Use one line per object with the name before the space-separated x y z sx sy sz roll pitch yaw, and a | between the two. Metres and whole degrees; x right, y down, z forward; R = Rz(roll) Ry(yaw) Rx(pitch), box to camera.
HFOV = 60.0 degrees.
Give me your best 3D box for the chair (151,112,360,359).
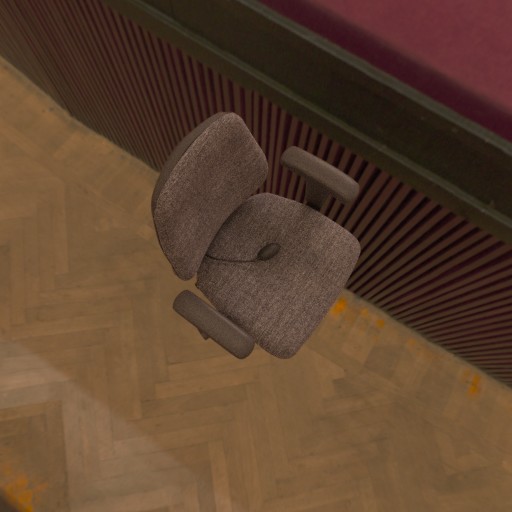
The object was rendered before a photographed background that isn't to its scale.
chair | 0.000 0.000 1.247 0.530 0.910 0.550 34 78 8
